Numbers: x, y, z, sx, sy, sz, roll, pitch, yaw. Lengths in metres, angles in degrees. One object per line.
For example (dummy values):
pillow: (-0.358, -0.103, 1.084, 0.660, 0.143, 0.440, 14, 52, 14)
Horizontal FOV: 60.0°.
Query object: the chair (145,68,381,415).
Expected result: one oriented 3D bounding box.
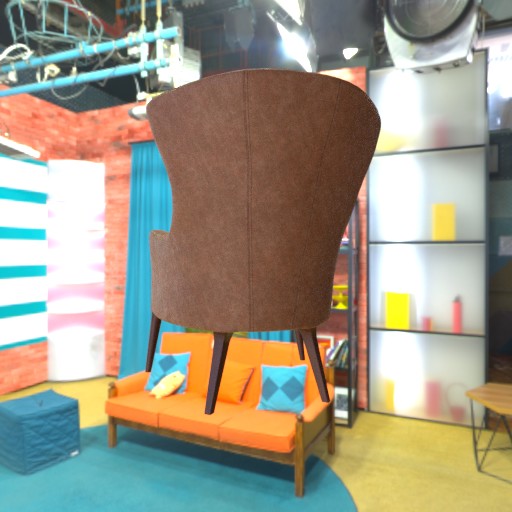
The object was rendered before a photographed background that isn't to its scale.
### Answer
chair: (0.000, 0.000, 1.720, 0.846, 1.067, 0.955, 0, 0, -16)
